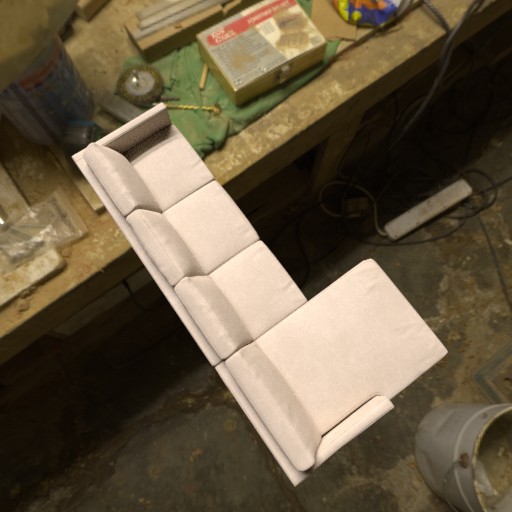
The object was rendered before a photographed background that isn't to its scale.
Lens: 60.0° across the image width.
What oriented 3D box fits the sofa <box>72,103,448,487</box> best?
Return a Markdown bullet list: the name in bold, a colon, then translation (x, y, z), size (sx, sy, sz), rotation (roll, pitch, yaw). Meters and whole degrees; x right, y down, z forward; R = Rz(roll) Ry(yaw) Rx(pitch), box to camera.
- **sofa**: translation (0.000, 0.000, 3.814), size (1.625, 0.846, 3.186), rotation (-35, 78, -9)
